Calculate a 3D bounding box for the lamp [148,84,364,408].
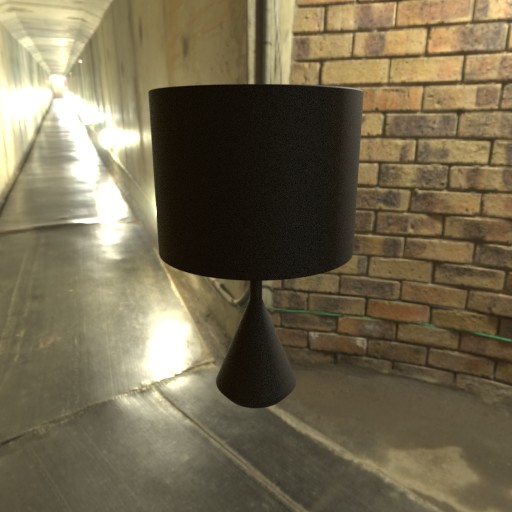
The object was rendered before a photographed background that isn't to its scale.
[{"bbox_3d":[0.000,0.000,0.842,0.359,0.584,0.359,3,17,9],"label":"lamp"}]
